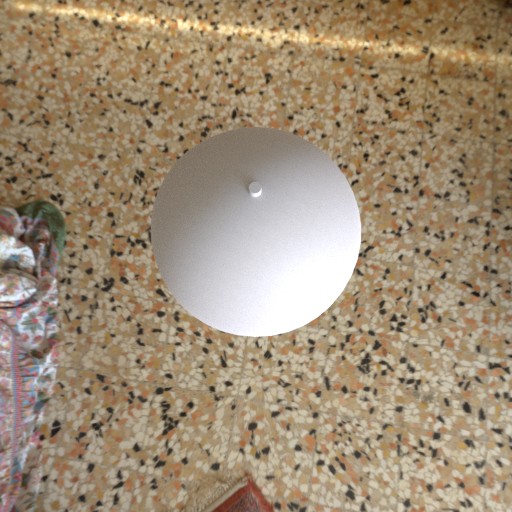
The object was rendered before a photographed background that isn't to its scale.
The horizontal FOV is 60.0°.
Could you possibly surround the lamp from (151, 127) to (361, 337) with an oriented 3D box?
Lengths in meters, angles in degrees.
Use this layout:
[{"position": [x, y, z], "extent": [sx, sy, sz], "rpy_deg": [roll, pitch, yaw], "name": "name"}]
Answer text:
[{"position": [0.000, 0.000, 0.441], "extent": [0.171, 0.330, 0.171], "rpy_deg": [0, 75, 0], "name": "lamp"}]
